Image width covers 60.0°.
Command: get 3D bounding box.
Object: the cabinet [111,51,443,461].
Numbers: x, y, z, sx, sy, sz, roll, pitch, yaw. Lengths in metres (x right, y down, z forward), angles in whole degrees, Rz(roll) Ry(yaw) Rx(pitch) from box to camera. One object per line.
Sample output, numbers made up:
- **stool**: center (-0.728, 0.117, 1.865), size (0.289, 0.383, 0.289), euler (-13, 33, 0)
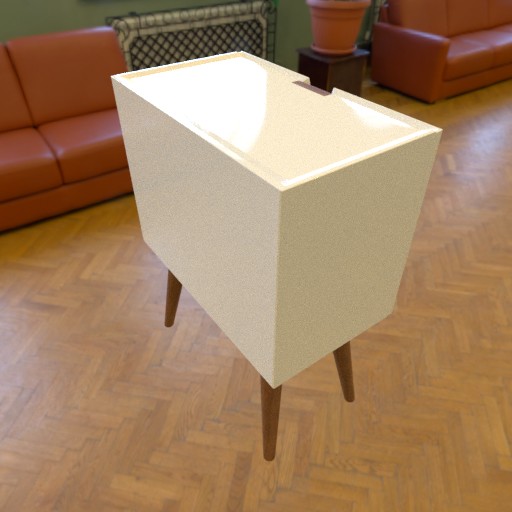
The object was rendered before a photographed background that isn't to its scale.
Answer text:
- **cabinet**: center (0.000, 0.000, 1.087), size (0.344, 0.772, 0.591), euler (-25, 45, -27)
